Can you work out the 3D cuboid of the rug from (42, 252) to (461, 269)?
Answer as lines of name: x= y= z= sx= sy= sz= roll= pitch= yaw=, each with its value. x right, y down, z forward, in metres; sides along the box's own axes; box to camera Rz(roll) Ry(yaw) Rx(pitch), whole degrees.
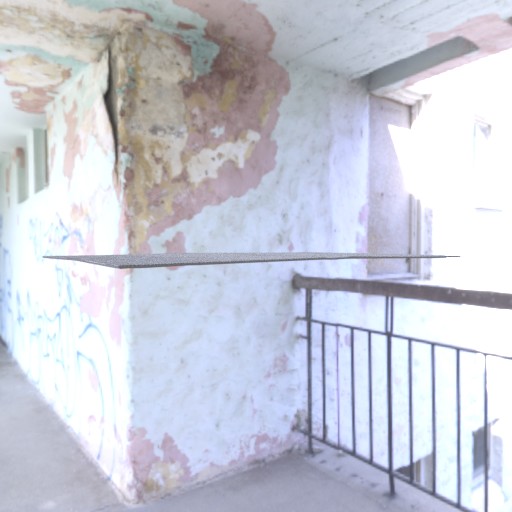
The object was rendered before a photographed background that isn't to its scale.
rug: x=0.000 y=0.000 z=2.244 sx=1.789 sy=0.021 sz=1.159 roll=-1 pitch=2 yaw=-35
